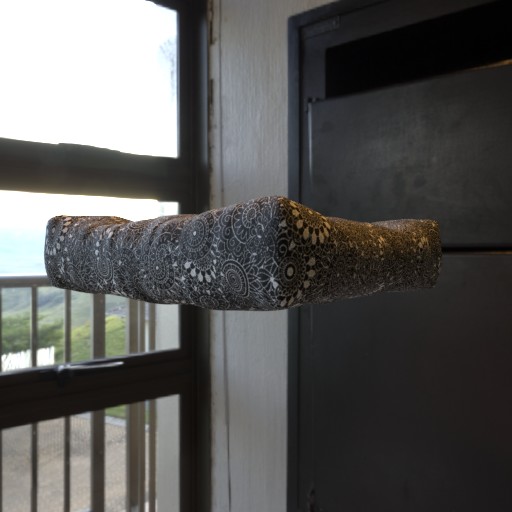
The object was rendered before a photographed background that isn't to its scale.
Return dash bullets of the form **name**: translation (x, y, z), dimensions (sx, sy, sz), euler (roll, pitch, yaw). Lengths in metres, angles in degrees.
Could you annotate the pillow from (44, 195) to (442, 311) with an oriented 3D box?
- **pillow**: translation (0.000, 0.000, 0.722), dimensions (0.468, 0.128, 0.490), euler (0, 0, 39)
